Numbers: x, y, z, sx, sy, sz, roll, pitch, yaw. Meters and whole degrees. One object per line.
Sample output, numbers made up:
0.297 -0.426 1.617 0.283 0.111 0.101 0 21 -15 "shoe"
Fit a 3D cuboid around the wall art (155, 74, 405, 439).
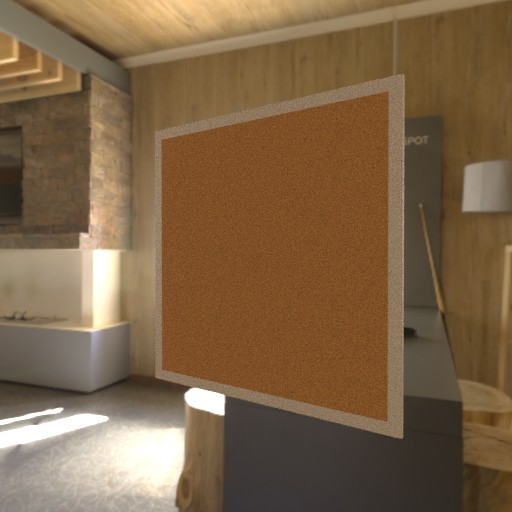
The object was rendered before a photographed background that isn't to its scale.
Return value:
0.000 0.000 0.845 0.558 0.559 0.009 1 1 36 "wall art"
